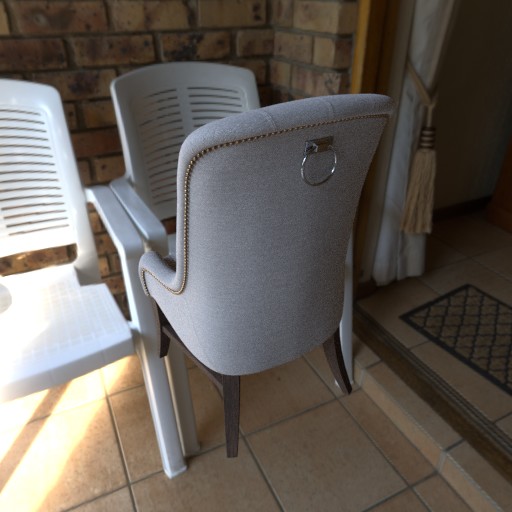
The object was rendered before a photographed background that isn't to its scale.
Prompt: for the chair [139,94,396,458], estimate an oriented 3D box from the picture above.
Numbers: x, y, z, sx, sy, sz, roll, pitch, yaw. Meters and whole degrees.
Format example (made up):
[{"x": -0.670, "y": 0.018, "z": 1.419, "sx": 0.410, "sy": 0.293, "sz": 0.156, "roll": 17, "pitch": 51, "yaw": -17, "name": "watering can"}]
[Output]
[{"x": 0.000, "y": 0.000, "z": 1.458, "sx": 0.634, "sy": 1.091, "sz": 0.629, "roll": -18, "pitch": 35, "yaw": -27, "name": "chair"}]
